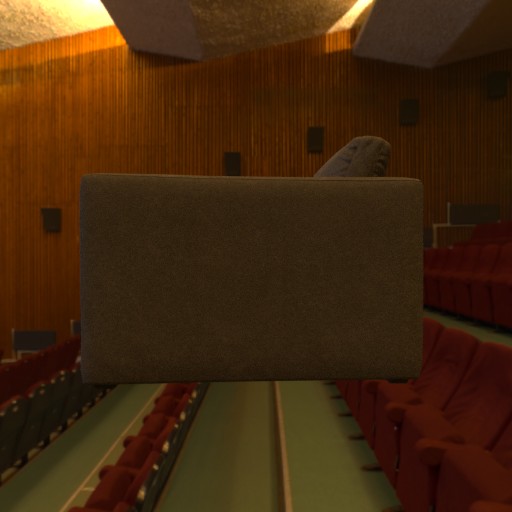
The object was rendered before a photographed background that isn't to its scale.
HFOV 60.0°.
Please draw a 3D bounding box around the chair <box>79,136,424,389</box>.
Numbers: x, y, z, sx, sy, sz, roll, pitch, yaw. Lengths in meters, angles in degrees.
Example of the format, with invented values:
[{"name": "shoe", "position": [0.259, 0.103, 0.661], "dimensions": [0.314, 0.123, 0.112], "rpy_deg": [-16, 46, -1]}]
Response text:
[{"name": "chair", "position": [0.000, 0.000, 1.904], "dimensions": [1.091, 0.845, 1.190], "rpy_deg": [0, 0, 0]}]
